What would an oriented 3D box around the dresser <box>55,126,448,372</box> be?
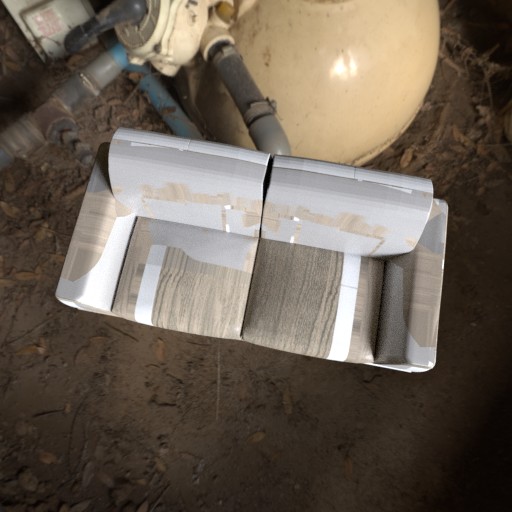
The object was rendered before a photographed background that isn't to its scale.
[{"bbox_3d":[0.000,0.000,5.826,4.679,1.863,2.251,10,76,3],"label":"dresser"}]
